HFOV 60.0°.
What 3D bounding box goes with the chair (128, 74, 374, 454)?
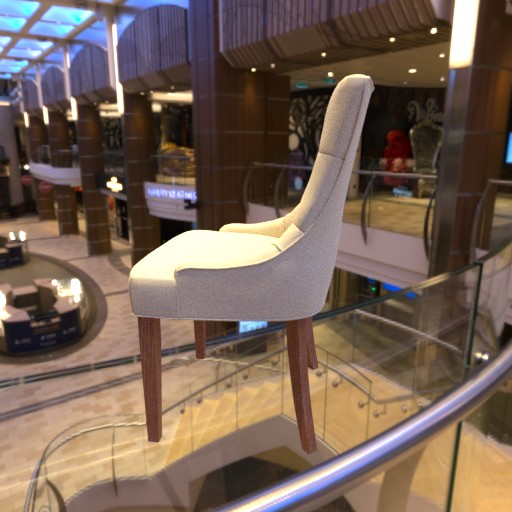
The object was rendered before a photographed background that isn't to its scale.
[{"bbox_3d":[0.000,0.000,1.211,0.565,0.874,0.509,2,15,8],"label":"chair"}]
